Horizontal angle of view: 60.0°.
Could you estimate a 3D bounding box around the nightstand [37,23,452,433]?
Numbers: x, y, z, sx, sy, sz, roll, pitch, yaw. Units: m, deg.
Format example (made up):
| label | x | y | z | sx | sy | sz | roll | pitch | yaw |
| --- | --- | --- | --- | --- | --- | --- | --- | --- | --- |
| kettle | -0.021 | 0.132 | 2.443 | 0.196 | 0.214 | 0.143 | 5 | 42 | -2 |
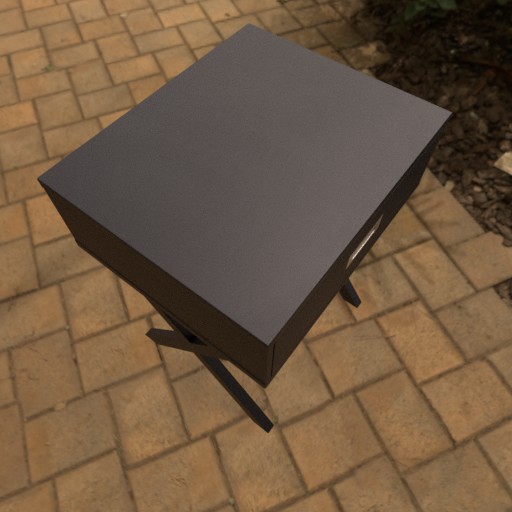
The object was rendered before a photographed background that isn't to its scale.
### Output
| label | x | y | z | sx | sy | sz | roll | pitch | yaw |
| --- | --- | --- | --- | --- | --- | --- | --- | --- | --- |
| nightstand | 0.000 | 0.000 | 0.915 | 0.402 | 0.623 | 0.479 | 33 | 64 | 19 |
